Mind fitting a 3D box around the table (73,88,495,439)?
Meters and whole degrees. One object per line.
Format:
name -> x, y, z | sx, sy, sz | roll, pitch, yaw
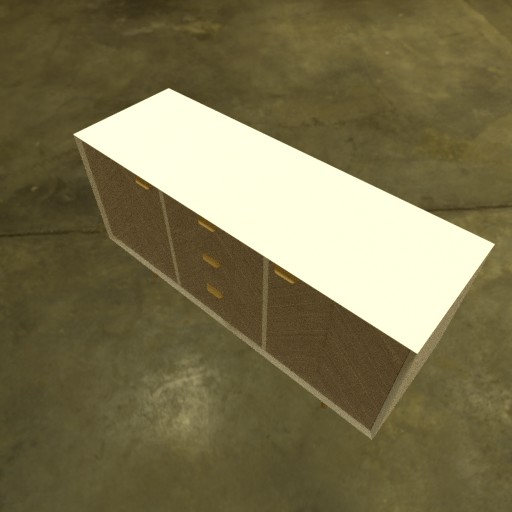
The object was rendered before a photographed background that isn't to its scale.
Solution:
table -> 0.000, 0.000, 1.846 | 1.500, 0.769, 0.508 | 33, 56, 26
